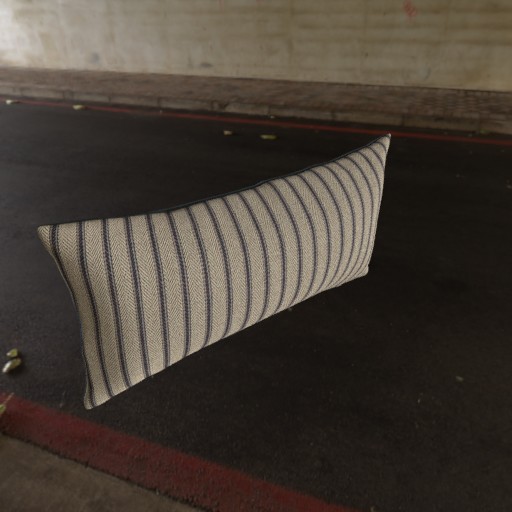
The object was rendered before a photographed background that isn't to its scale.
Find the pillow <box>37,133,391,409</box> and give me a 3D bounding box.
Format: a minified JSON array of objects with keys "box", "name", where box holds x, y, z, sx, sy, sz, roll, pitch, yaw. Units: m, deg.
[{"box":[0.000,0.000,0.717,0.609,0.305,0.151,-20,35,-32],"name":"pillow"}]
